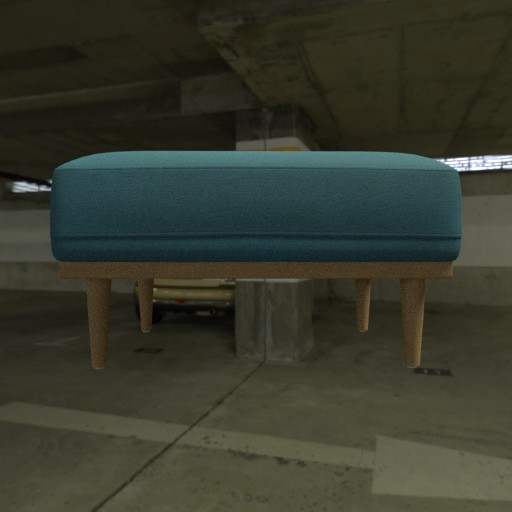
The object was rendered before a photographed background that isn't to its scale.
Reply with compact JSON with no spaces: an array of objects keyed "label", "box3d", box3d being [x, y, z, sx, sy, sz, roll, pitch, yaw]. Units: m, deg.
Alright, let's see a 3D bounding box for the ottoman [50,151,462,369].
[{"label":"ottoman","box3d":[0.000,0.000,1.045,0.749,0.428,0.549,0,1,-1]}]
